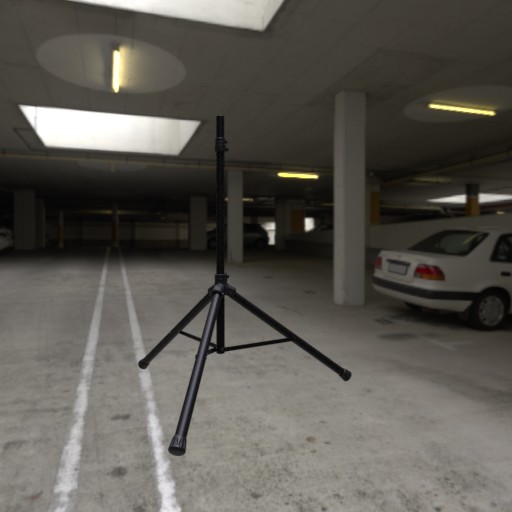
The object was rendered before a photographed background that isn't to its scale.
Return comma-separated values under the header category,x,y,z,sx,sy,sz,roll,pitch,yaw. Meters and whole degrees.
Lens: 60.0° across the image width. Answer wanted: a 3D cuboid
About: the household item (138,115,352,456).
category,x,y,z,sx,sy,sz,roll,pitch,yaw
household item,0.000,0.000,1.860,0.907,1.136,1.045,0,1,-18
